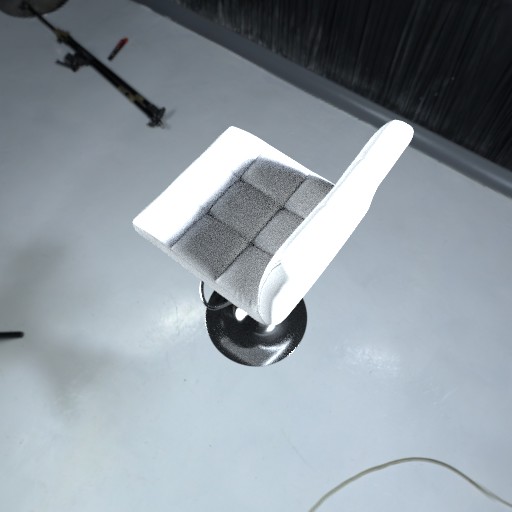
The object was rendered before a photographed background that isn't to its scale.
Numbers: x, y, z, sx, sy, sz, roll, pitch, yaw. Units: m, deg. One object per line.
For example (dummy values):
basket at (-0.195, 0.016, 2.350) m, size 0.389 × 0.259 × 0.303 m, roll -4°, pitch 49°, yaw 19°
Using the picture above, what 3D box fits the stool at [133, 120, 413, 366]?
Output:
stool at (0.000, 0.000, 1.354) m, size 0.505 × 1.115 × 0.430 m, roll 34°, pitch 68°, yaw 16°
